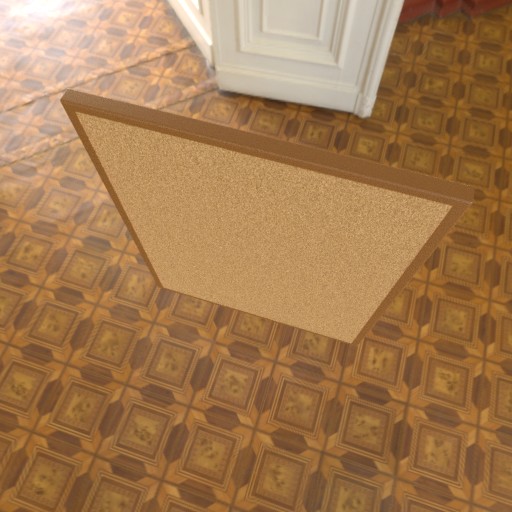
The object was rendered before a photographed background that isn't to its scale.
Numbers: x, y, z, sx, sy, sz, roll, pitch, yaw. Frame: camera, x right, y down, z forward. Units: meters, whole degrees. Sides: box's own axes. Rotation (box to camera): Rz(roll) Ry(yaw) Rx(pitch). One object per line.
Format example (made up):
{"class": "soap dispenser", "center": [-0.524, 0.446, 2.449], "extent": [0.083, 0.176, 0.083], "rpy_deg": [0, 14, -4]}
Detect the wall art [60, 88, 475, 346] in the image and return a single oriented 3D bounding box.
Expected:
{"class": "wall art", "center": [0.000, 0.000, 0.490], "extent": [0.310, 0.379, 0.015], "rpy_deg": [16, 65, 8]}
